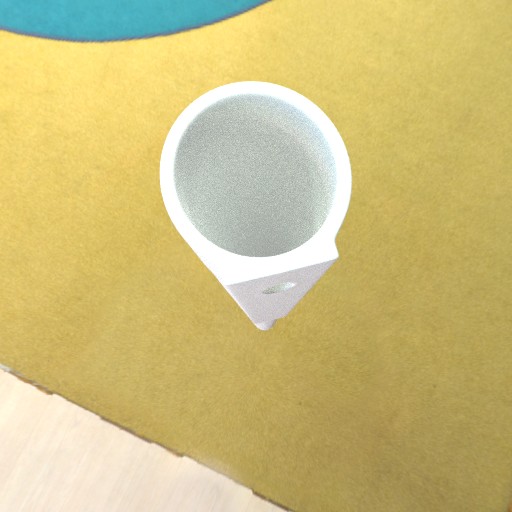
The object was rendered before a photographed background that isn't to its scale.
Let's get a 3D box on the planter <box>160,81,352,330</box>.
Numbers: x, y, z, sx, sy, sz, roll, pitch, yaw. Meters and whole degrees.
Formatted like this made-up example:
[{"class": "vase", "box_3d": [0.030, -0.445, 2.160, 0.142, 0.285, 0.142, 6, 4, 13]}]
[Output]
[{"class": "planter", "box_3d": [0.000, 0.000, 0.226, 0.057, 0.193, 0.064, -14, 75, -4]}]
